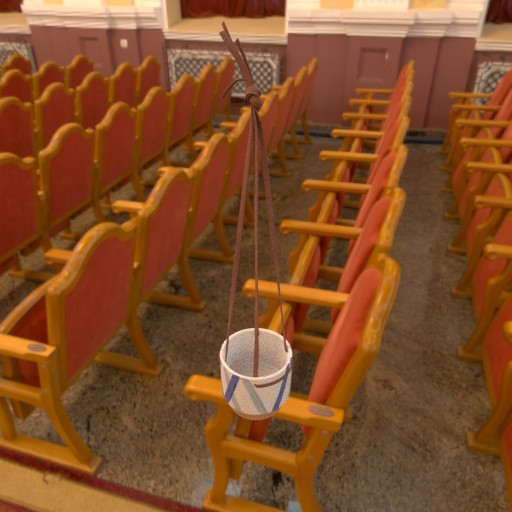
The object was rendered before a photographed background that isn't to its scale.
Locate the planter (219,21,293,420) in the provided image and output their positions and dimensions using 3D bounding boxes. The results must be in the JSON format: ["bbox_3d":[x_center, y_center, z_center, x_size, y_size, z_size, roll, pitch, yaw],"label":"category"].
[{"bbox_3d":[0.000,0.000,0.806,0.157,0.753,0.153,10,33,15],"label":"planter"}]
